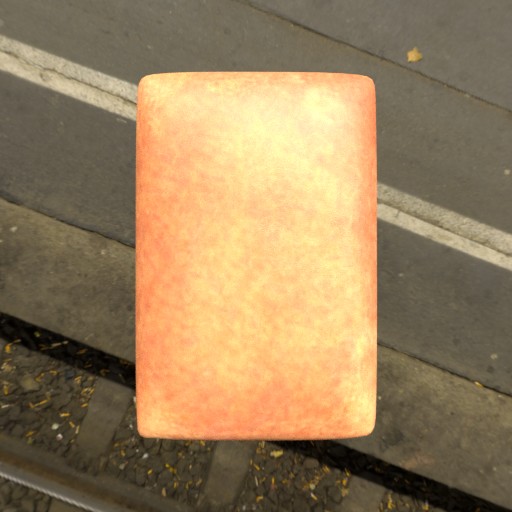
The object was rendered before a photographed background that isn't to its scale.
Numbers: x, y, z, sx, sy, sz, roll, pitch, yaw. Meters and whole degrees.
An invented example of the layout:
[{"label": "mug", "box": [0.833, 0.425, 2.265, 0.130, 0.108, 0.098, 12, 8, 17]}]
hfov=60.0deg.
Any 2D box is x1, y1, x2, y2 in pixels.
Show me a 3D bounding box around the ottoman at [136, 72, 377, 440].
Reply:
[{"label": "ottoman", "box": [0.000, 0.000, 1.186, 0.565, 0.507, 0.852, 0, 90, 0]}]
